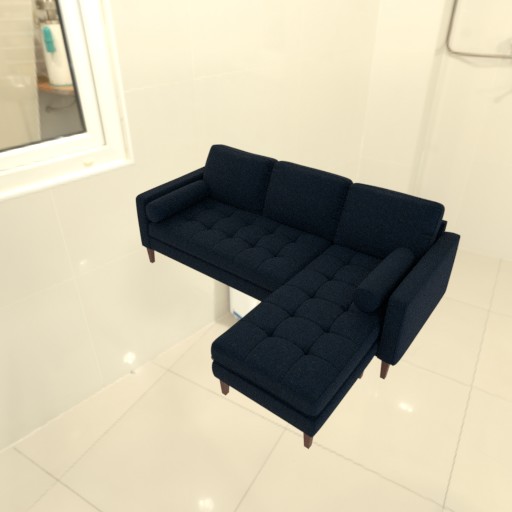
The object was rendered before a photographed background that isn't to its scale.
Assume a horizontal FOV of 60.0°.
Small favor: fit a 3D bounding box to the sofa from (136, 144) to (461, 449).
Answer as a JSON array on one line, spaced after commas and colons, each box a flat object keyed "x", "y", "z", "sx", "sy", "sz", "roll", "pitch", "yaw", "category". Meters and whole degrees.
[{"x": 0.000, "y": 0.000, "z": 2.996, "sx": 2.185, "sy": 0.841, "sz": 1.613, "roll": 23, "pitch": 39, "yaw": 31, "category": "sofa"}]
